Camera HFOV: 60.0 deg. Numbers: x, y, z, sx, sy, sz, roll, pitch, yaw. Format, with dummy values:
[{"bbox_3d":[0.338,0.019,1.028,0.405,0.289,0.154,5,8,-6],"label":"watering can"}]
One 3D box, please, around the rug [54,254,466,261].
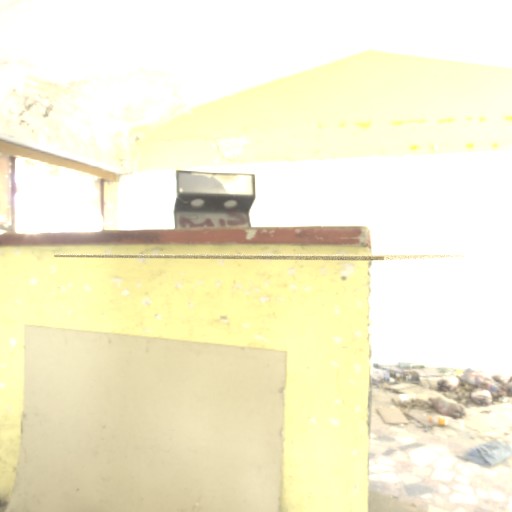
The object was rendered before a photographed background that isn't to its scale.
[{"bbox_3d":[0.000,0.000,2.959,2.297,0.018,1.532,0,1,36],"label":"rug"}]
